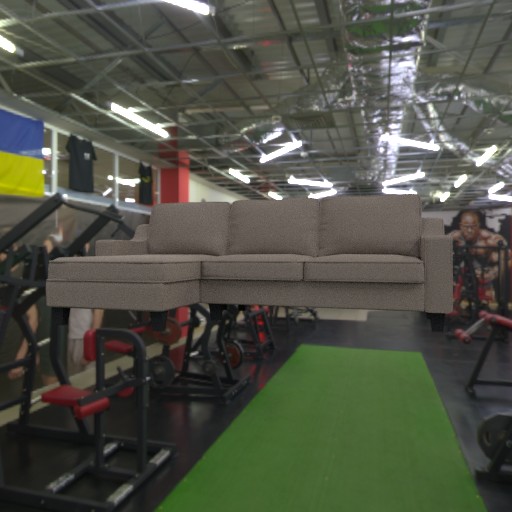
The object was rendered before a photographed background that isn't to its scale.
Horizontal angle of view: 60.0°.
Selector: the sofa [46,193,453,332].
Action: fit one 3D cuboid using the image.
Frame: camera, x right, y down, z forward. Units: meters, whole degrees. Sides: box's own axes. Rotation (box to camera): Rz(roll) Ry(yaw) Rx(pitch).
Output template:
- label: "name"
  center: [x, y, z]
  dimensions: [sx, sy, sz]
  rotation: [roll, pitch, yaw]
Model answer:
- label: "sofa"
  center: [0.000, 0.000, 3.166]
  dimensions: [2.561, 0.928, 1.294]
  rotation: [0, 0, 18]
